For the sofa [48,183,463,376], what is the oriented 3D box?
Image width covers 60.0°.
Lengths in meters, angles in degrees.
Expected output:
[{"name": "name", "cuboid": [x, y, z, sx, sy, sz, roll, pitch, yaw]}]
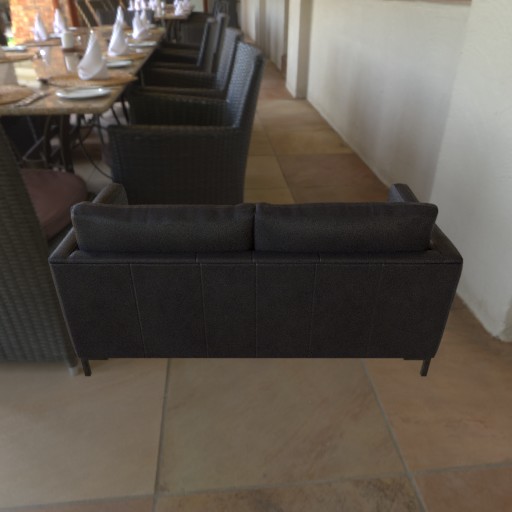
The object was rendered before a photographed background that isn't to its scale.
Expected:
[{"name": "sofa", "cuboid": [0.000, 0.000, 2.347, 1.805, 0.883, 0.947, -1, 31, -2]}]
